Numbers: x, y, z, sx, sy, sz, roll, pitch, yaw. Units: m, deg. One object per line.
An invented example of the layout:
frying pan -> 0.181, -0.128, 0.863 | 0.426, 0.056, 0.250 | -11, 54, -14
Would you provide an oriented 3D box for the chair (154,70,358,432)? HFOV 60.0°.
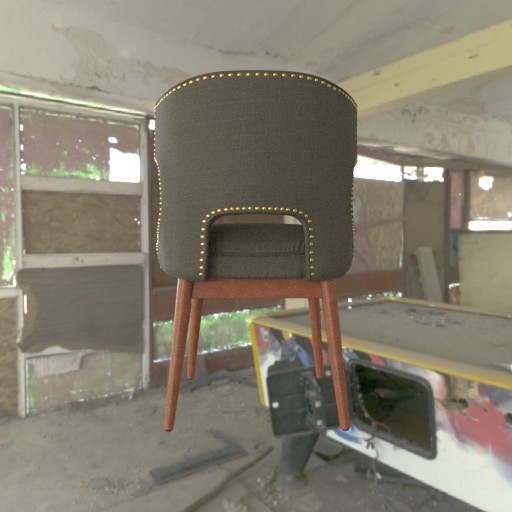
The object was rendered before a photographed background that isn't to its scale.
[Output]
chair -> 0.000, 0.000, 1.288 | 0.595, 0.863, 0.581 | 0, 2, -1
